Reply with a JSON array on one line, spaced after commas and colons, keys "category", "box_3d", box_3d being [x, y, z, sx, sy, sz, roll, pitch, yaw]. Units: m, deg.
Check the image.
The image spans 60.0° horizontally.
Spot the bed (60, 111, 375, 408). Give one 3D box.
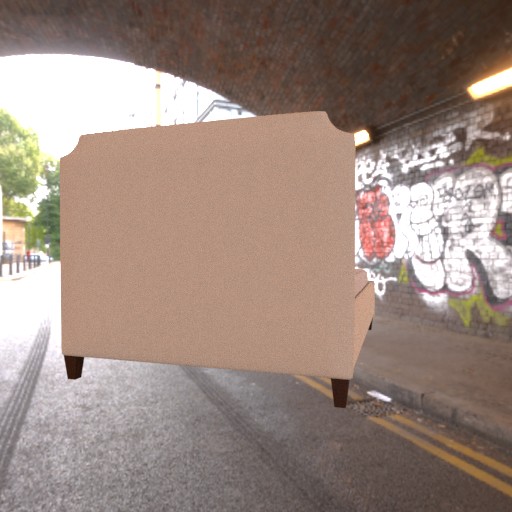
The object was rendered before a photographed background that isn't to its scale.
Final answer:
[{"category": "bed", "box_3d": [0.000, 0.000, 3.451, 1.712, 1.443, 2.372, 0, 1, 18]}]
